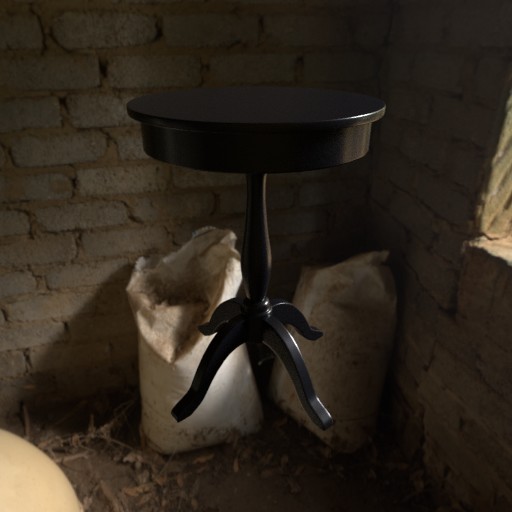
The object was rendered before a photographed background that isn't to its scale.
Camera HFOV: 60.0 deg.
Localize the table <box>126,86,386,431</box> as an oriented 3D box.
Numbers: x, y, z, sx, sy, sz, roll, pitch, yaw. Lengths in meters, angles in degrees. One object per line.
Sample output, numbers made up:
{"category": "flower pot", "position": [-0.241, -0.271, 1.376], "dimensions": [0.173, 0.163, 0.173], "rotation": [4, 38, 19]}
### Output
{"category": "table", "position": [0.000, 0.000, 0.990], "dimensions": [0.481, 0.665, 0.481], "rotation": [0, 27, 0]}
